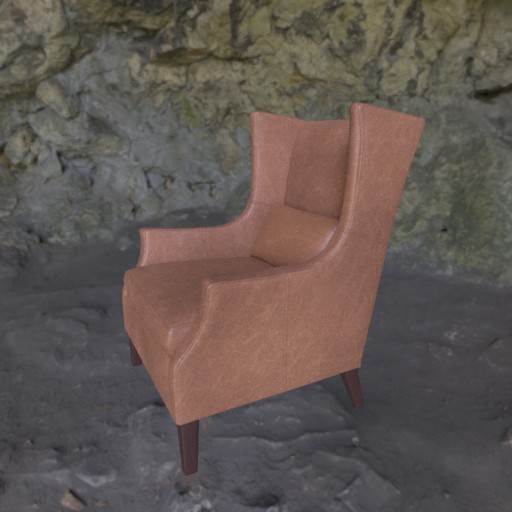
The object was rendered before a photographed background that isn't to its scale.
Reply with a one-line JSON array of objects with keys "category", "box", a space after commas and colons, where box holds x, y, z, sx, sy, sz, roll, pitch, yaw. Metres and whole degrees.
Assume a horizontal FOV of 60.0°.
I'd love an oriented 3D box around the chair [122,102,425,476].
[{"category": "chair", "box": [0.000, 0.000, 1.701, 0.913, 1.088, 0.815, -8, 18, -26]}]
